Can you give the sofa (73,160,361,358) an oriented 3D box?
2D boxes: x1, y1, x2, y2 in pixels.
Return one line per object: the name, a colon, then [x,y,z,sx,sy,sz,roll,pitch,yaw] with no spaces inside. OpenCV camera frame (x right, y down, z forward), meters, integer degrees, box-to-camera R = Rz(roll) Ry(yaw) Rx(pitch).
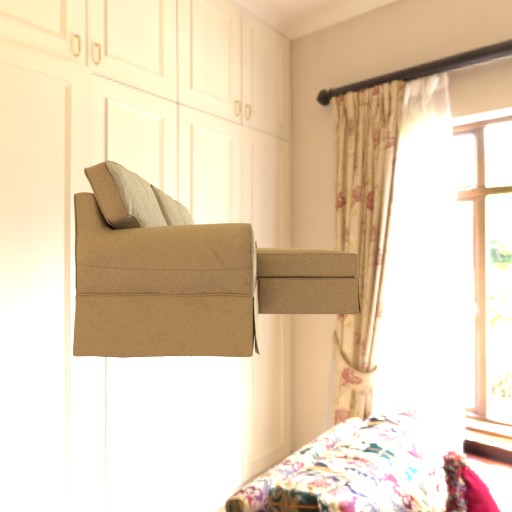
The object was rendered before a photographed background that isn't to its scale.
sofa: [0.000,0.000,3.296,1.733,0.978,2.475,0,0,1]
